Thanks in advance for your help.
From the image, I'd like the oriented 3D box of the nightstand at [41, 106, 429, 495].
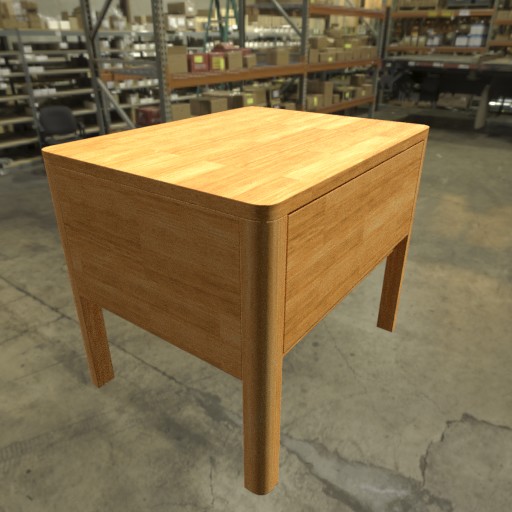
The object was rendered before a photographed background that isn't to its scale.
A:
[{"bbox_3d":[0.000,0.000,0.882,0.440,0.470,0.560,18,32,32],"label":"nightstand"}]
